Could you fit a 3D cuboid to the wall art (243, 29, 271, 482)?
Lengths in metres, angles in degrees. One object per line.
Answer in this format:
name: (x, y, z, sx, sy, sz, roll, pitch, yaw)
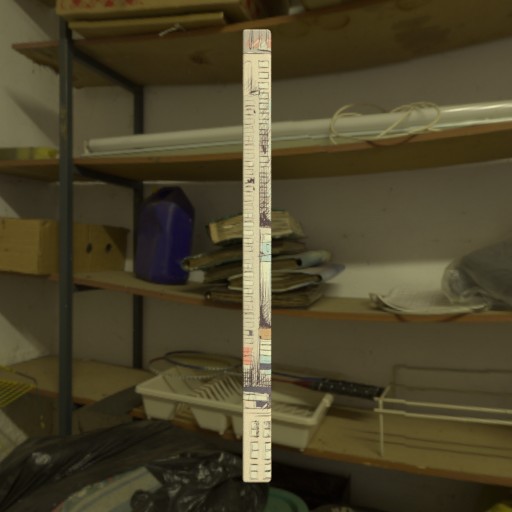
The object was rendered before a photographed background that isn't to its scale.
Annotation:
wall art: (0.000, 0.000, 0.896, 0.038, 0.608, 0.607, 0, 0, 0)
